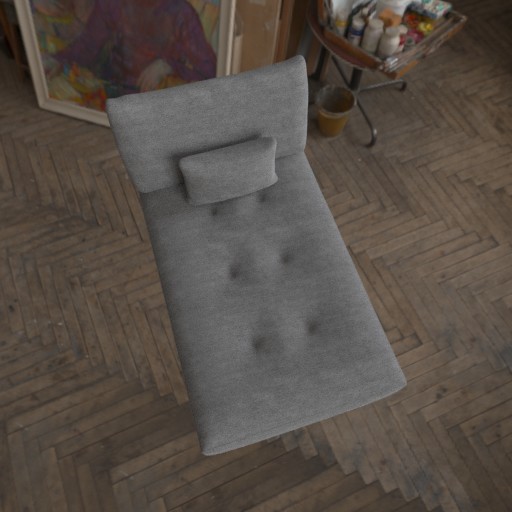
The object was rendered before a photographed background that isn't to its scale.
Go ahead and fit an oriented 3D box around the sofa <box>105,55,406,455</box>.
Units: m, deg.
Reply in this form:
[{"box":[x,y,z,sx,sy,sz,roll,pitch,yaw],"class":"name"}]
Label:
[{"box":[0.000,0.000,1.987,0.930,0.820,1.450,-16,66,-7],"class":"sofa"}]
